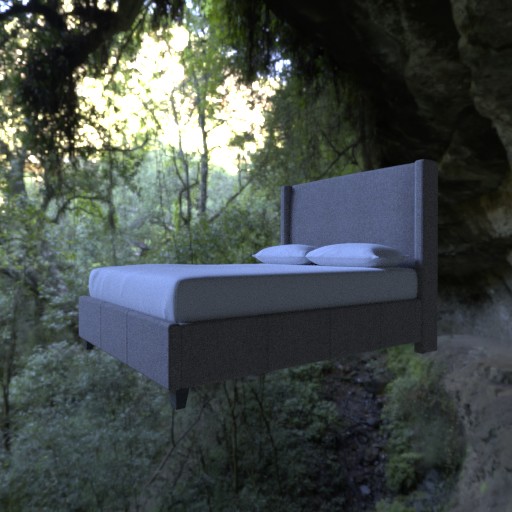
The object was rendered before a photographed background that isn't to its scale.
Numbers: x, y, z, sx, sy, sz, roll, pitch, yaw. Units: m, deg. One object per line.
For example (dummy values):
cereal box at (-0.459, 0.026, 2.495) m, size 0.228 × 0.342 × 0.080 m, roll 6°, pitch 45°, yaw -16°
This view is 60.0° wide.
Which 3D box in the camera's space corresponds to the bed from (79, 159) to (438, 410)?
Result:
bed at (0.000, 0.000, 3.467) m, size 2.245 × 1.476 × 1.714 m, roll 0°, pitch 1°, yaw -36°
